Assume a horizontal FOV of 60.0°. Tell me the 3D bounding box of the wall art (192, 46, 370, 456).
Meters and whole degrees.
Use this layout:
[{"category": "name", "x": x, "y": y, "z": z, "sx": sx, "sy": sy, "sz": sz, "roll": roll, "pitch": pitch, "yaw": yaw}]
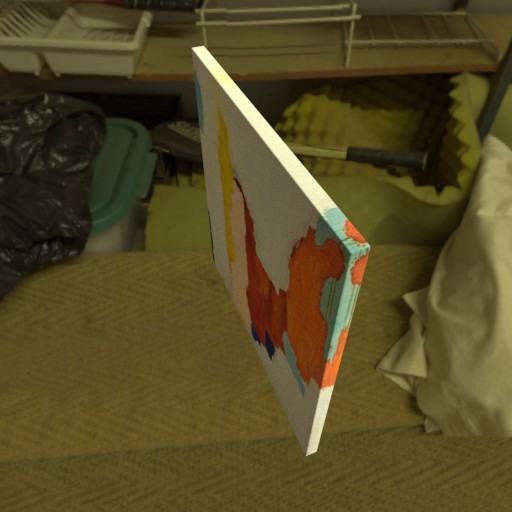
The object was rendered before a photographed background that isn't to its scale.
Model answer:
[{"category": "wall art", "x": 0.000, "y": 0.000, "z": 1.505, "sx": 0.044, "sy": 1.017, "sz": 1.017, "roll": -16, "pitch": 48, "yaw": -15}]
